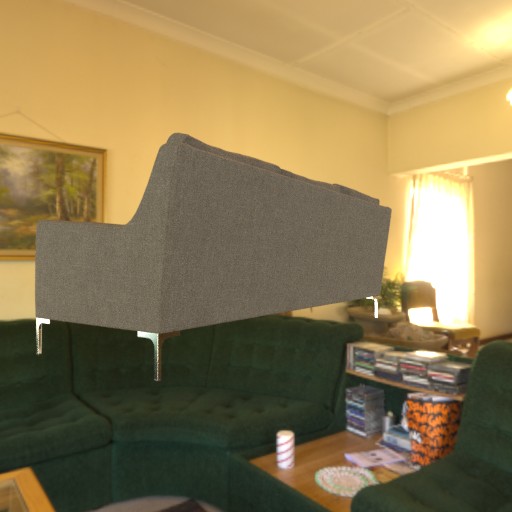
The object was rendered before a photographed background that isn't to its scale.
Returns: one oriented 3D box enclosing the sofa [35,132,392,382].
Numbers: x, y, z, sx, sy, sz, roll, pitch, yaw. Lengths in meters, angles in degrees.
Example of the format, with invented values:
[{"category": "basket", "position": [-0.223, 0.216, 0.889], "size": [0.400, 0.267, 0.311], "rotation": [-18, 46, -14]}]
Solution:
[{"category": "sofa", "position": [0.000, 0.000, 2.436], "size": [0.849, 0.837, 2.060], "rotation": [-1, -1, 35]}]
